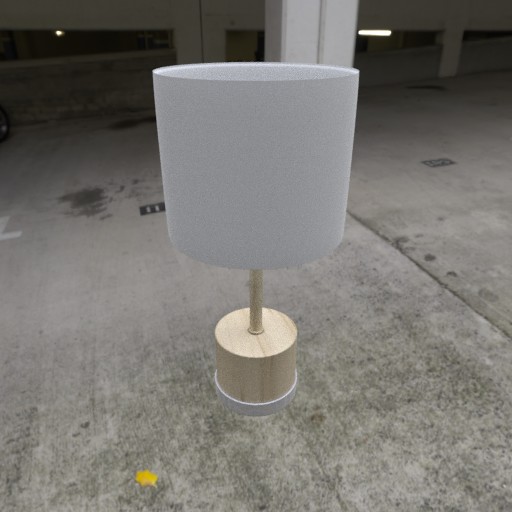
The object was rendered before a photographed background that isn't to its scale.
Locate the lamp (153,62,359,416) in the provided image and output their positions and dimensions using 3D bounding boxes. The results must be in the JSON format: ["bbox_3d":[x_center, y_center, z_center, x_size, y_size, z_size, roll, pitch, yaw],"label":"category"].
[{"bbox_3d":[0.000,0.000,0.604,0.229,0.470,0.229,-8,28,-15],"label":"lamp"}]
